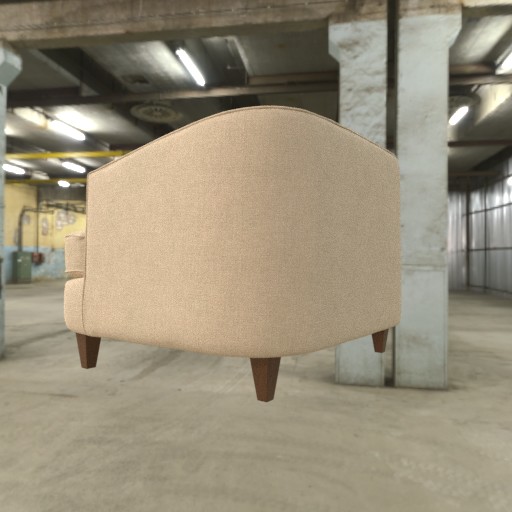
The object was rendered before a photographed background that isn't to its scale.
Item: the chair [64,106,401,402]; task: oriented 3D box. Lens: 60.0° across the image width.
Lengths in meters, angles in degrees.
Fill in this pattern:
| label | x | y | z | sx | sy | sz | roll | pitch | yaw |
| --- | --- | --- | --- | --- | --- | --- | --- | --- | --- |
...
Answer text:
| label | x | y | z | sx | sy | sz | roll | pitch | yaw |
| --- | --- | --- | --- | --- | --- | --- | --- | --- | --- |
| chair | 0.000 | 0.000 | 1.718 | 0.914 | 0.787 | 1.118 | -1 | -1 | 37 |
